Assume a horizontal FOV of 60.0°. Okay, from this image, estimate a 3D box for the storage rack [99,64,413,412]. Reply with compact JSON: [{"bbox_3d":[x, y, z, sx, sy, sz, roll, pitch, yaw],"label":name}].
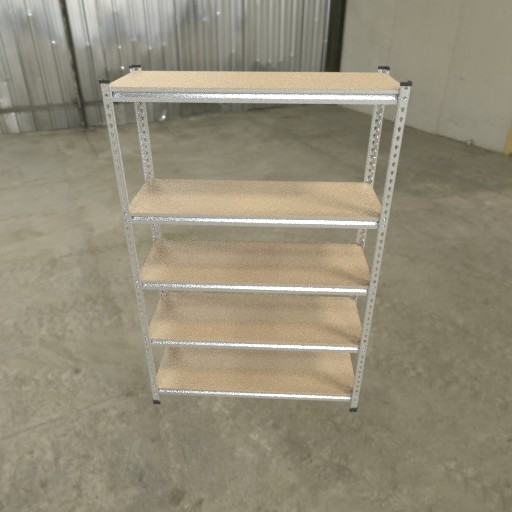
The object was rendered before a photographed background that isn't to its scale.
[{"bbox_3d":[0.000,0.000,2.367,1.219,1.829,0.457,1,30,2],"label":"storage rack"}]
